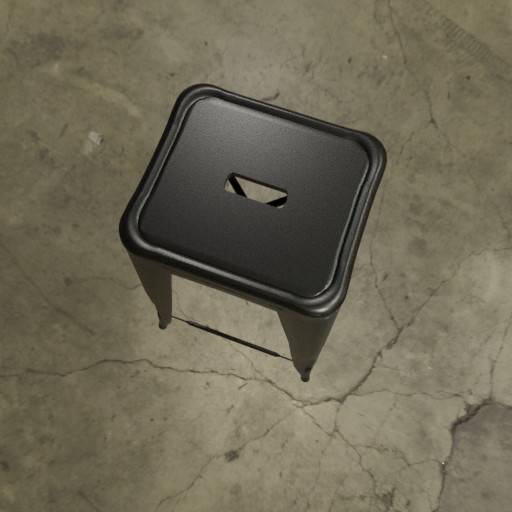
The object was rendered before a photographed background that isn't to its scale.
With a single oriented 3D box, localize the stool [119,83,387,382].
[{"bbox_3d":[0.000,0.000,0.846,0.399,0.609,0.359,19,75,5],"label":"stool"}]
